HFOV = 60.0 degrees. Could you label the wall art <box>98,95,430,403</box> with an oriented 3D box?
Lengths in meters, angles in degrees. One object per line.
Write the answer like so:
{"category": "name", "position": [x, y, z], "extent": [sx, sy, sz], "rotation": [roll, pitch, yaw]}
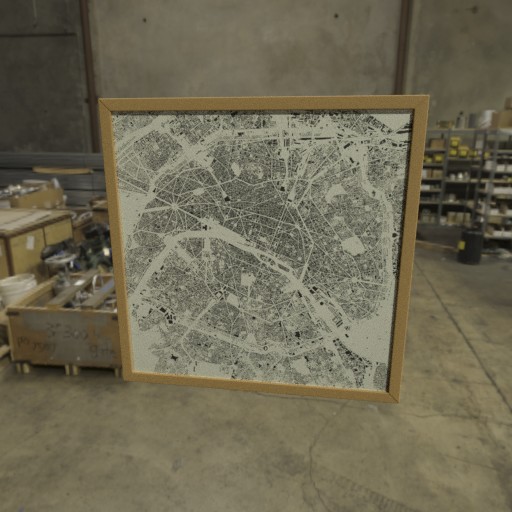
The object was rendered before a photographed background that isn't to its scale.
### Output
{"category": "wall art", "position": [0.000, 0.000, 1.128], "extent": [0.761, 0.761, 0.037], "rotation": [2, 16, 8]}
